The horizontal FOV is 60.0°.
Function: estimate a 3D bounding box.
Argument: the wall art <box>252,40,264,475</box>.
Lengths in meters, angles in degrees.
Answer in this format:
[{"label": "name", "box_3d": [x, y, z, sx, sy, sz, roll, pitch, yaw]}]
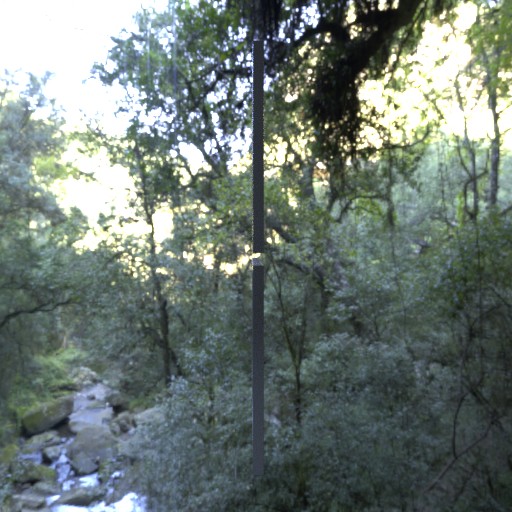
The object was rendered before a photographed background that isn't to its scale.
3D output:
[{"label": "wall art", "box_3d": [0.000, 0.000, 1.700, 0.029, 1.118, 1.118, 0, 1, -1]}]
